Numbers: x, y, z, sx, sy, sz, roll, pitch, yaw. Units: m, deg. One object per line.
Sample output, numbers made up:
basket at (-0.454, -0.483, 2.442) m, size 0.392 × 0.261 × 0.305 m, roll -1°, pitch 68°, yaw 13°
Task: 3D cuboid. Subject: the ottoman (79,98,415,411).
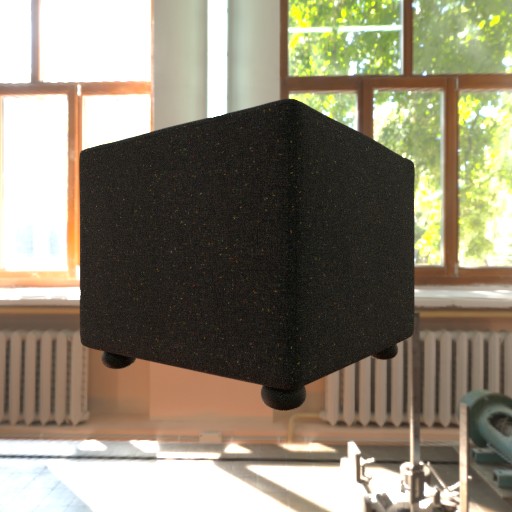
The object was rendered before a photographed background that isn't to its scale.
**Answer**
ottoman at (0.000, 0.000, 0.901) m, size 0.508 × 0.432 × 0.508 m, roll 0°, pitch 0°, yaw 37°
